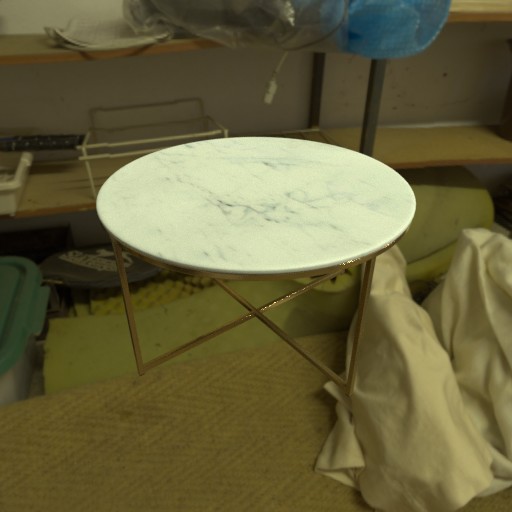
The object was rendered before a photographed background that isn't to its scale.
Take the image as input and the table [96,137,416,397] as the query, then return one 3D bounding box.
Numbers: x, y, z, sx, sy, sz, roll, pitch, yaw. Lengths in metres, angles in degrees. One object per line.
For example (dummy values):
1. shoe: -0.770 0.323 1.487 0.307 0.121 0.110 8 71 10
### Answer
1. table: 0.000 0.000 1.276 0.800 0.450 0.800 0 32 0
